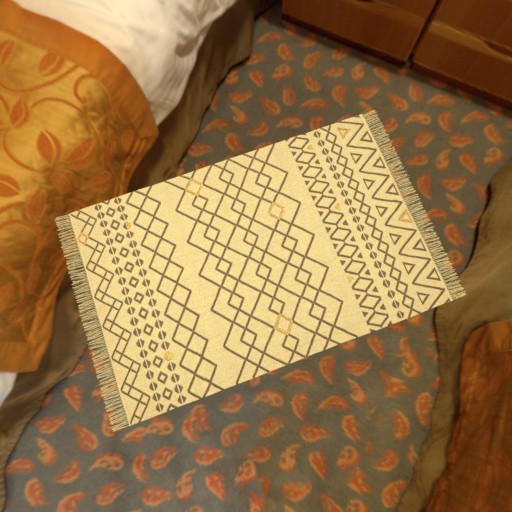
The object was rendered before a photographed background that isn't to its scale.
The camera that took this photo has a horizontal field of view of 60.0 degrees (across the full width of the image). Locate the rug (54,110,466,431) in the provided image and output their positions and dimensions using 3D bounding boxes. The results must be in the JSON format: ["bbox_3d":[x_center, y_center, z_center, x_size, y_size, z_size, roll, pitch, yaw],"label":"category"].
[{"bbox_3d":[0.000,0.000,3.022,2.472,0.035,1.495,-20,76,-5],"label":"rug"}]
